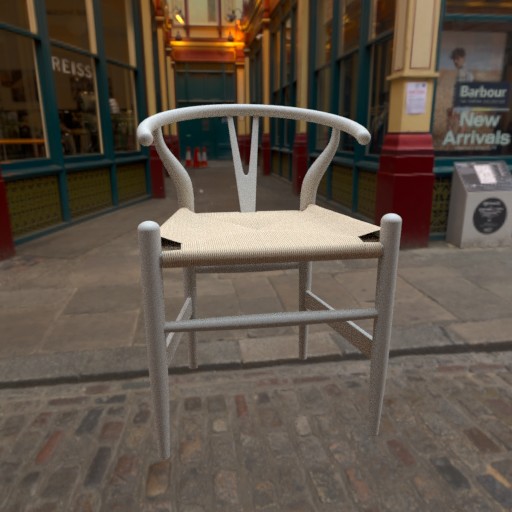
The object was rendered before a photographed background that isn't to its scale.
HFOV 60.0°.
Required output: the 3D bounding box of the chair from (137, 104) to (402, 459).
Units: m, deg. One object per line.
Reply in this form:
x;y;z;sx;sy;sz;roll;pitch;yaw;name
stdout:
0.000;0.000;1.098;0.533;0.736;0.500;-3;16;-9;chair
